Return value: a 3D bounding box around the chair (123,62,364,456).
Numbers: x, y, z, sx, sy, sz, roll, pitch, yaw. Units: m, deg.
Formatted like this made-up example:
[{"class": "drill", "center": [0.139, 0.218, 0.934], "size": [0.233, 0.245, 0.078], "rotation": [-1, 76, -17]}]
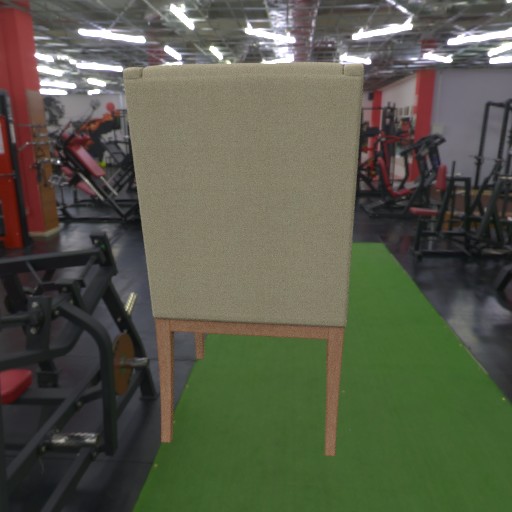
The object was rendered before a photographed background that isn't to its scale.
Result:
[{"class": "chair", "center": [0.000, 0.000, 1.361], "size": [0.575, 1.021, 0.611], "rotation": [2, 16, 6]}]
